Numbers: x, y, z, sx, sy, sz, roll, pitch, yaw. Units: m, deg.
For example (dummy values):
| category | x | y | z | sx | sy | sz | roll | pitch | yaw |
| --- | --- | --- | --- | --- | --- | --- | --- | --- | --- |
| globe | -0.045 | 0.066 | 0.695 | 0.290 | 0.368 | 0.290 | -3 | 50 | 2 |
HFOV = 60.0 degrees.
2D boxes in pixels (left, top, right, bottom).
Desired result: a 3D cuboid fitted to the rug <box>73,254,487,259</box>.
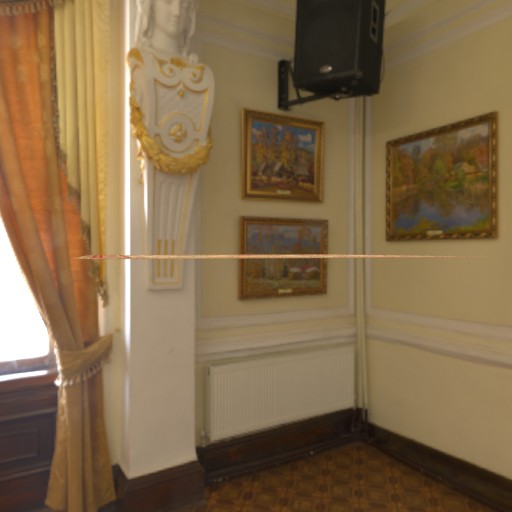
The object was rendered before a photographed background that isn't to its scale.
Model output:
| category | x | y | z | sx | sy | sz | roll | pitch | yaw |
| --- | --- | --- | --- | --- | --- | --- | --- | --- | --- |
| rug | 0.000 | 0.000 | 4.208 | 3.067 | 0.005 | 2.460 | 0 | 1 | -19 |
